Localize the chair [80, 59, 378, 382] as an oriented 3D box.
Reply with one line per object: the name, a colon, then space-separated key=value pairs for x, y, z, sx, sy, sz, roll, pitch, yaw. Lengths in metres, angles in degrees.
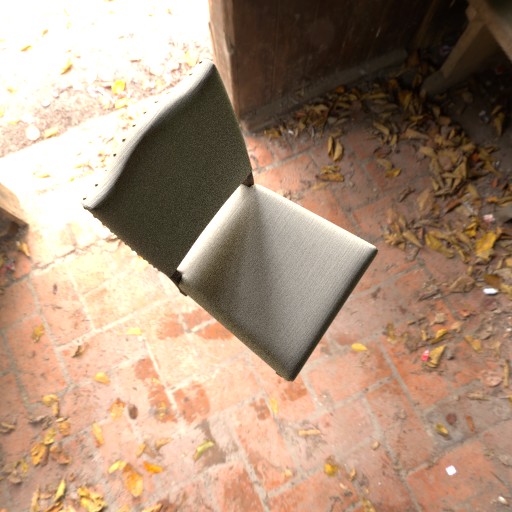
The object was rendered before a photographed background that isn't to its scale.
chair: x=0.000 y=0.000 z=1.379 sx=0.619 sy=1.015 sz=0.508 roll=34 pitch=78 yaw=8
